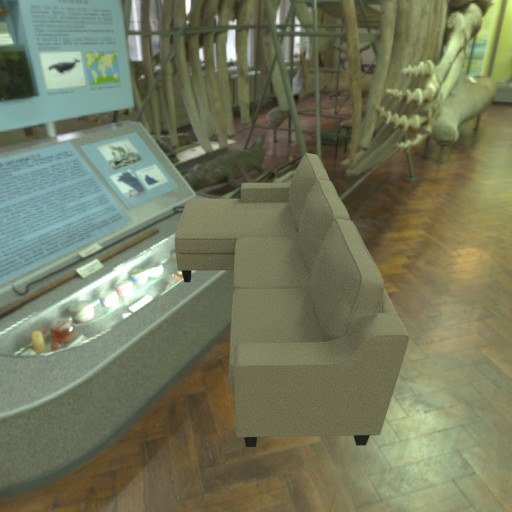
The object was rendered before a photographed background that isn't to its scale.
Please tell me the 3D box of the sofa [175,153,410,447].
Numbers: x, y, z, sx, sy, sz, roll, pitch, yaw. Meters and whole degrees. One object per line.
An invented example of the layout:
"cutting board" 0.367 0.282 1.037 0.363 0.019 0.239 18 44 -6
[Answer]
"sofa" 0.000 0.000 3.148 1.294 0.928 2.561 0 28 -1
